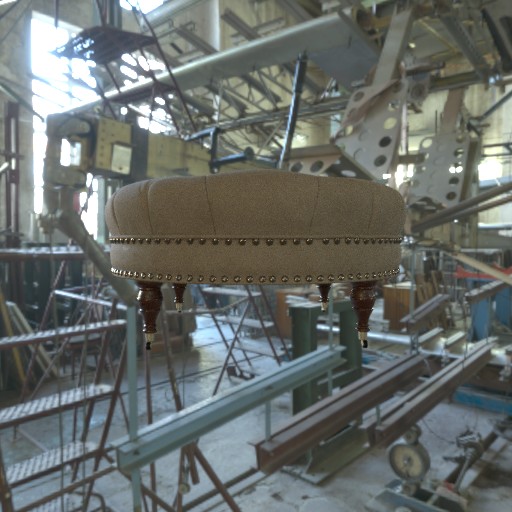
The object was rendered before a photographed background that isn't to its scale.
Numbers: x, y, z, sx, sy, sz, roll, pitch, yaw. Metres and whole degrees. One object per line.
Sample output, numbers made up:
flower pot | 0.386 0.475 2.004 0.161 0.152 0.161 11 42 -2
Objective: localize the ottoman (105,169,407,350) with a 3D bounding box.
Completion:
ottoman | 0.000 0.000 1.369 0.901 0.439 0.901 0 2 0
